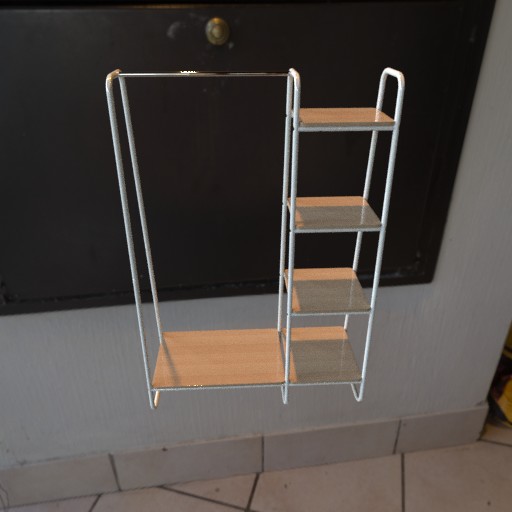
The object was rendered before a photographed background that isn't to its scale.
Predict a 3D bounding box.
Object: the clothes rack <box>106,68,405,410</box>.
[{"bbox_3d":[0.000,0.000,1.931,1.011,1.500,0.400,-1,29,-3],"label":"clothes rack"}]
